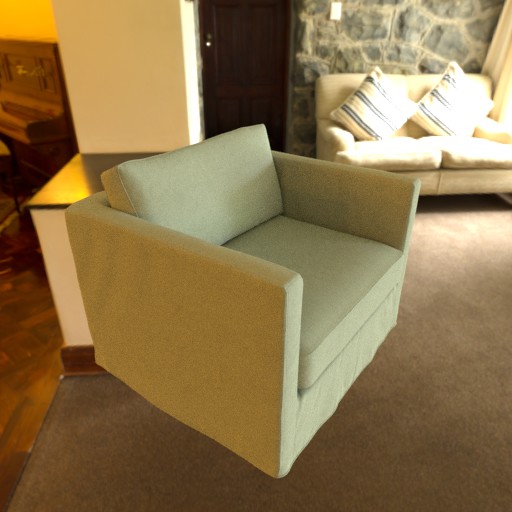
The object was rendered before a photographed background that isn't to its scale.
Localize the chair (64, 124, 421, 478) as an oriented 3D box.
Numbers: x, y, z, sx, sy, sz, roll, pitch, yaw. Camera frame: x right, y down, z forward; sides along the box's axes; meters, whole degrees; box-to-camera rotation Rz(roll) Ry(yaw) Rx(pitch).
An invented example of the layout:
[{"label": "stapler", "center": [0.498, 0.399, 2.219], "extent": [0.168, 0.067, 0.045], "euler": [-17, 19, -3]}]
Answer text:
[{"label": "chair", "center": [0.000, 0.000, 1.777], "extent": [0.949, 0.863, 1.057], "euler": [19, 33, 31]}]
